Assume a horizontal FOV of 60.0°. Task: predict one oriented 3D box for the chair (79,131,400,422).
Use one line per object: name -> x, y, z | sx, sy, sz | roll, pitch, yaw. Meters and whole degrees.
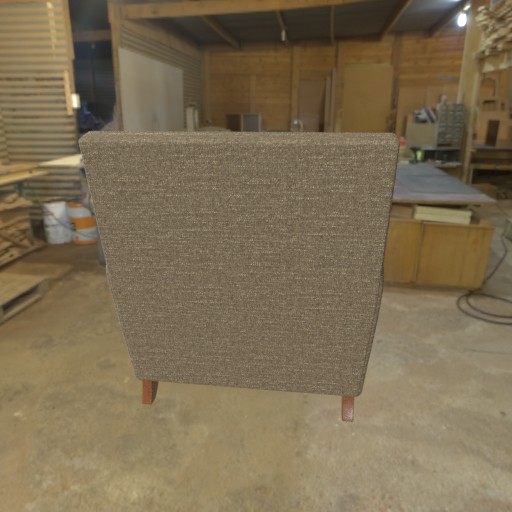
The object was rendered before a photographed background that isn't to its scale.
chair -> 0.000, 0.000, 1.576 | 0.838, 0.885, 0.875 | 2, 18, 7
